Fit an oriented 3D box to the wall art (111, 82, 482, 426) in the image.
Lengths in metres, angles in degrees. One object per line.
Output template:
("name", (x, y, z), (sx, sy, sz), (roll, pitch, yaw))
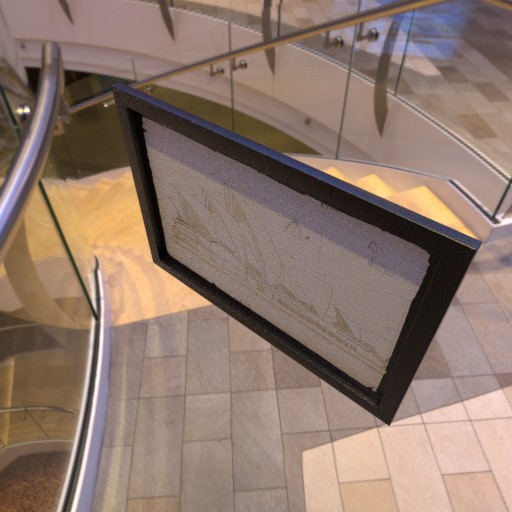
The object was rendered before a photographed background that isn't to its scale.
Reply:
("wall art", (0.000, 0.000, 0.543), (0.440, 0.306, 0.013), (31, 53, 27))
